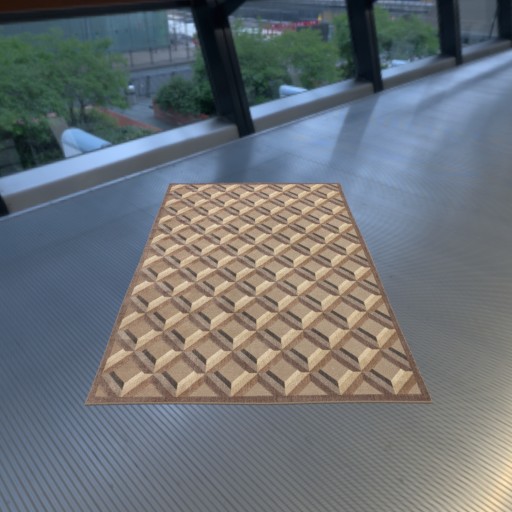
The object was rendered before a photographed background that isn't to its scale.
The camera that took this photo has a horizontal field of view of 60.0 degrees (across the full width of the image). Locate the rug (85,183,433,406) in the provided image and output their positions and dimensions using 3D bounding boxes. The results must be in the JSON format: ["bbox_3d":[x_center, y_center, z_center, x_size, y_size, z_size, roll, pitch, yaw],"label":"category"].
[{"bbox_3d":[0.000,0.000,2.053,1.066,0.011,1.677,0,33,0],"label":"rug"}]
